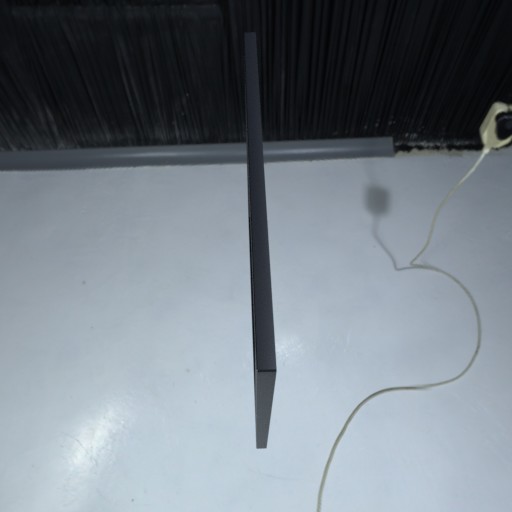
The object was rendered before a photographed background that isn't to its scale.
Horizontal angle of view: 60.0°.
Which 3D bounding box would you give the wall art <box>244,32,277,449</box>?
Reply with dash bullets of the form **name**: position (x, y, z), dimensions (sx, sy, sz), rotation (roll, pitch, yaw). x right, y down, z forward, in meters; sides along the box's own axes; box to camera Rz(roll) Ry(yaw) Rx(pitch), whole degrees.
- **wall art**: position (0.000, 0.000, 0.727), dimensions (0.018, 0.450, 0.521), rotation (-2, 58, -1)
